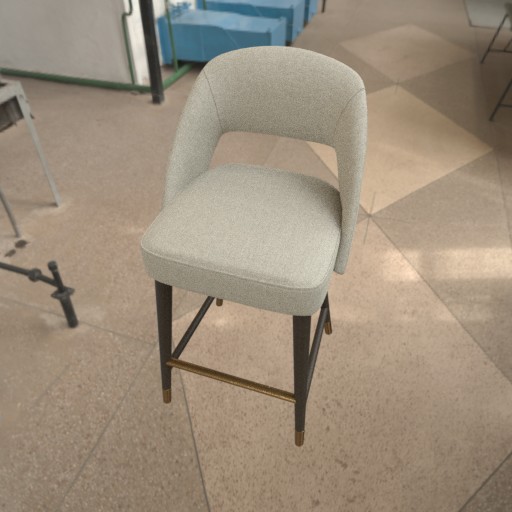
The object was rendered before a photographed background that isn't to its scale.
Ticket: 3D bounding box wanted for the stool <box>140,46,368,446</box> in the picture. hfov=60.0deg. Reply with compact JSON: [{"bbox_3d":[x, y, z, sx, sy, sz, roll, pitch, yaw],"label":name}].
[{"bbox_3d":[0.000,0.000,1.209,0.494,0.940,0.509,13,43,14],"label":"stool"}]
